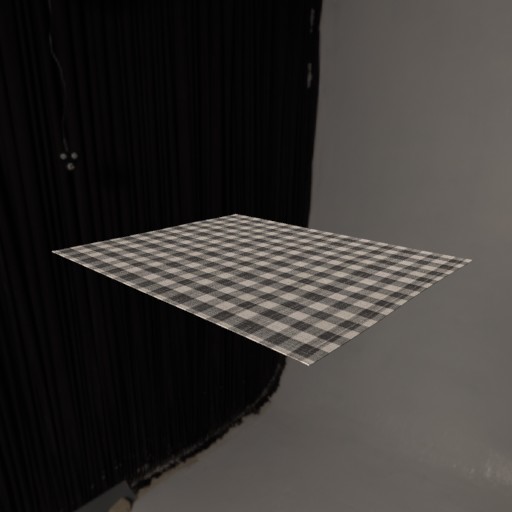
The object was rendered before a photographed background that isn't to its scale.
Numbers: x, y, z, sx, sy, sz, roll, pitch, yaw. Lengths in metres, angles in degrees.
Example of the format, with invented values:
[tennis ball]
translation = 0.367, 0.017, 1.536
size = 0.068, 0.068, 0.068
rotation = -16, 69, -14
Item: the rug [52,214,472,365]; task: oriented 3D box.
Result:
[rug]
translation = 0.000, 0.000, 4.065
size = 3.021, 0.013, 2.432
rotation = 15, 22, 41
